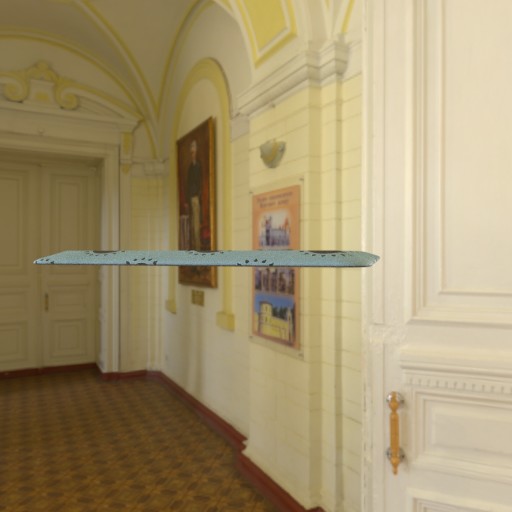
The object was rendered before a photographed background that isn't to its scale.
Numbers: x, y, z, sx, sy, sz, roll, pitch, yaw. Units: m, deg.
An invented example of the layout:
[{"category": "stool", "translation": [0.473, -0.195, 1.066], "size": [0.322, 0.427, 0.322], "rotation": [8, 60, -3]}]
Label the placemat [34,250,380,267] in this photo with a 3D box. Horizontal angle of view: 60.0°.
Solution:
[{"category": "placemat", "translation": [0.000, 0.000, 0.959], "size": [0.508, 0.021, 0.762], "rotation": [0, 0, 17]}]
